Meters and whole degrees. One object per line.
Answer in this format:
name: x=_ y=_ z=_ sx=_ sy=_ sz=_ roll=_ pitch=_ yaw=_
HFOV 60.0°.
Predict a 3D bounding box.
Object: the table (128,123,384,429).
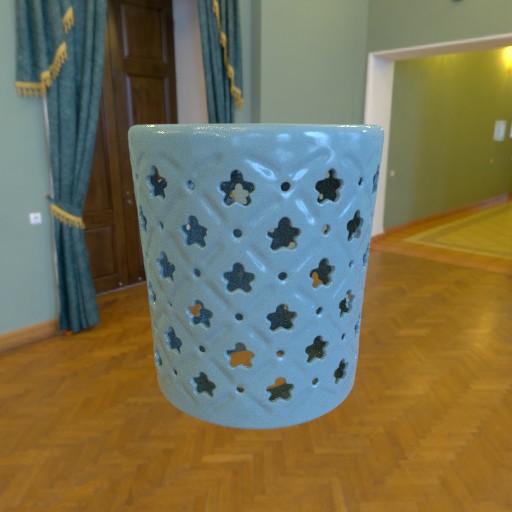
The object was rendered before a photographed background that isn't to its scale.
table: x=0.000 y=0.000 z=0.675 sx=0.352 sy=0.387 sz=0.352 roll=0 pitch=16 yaw=0
